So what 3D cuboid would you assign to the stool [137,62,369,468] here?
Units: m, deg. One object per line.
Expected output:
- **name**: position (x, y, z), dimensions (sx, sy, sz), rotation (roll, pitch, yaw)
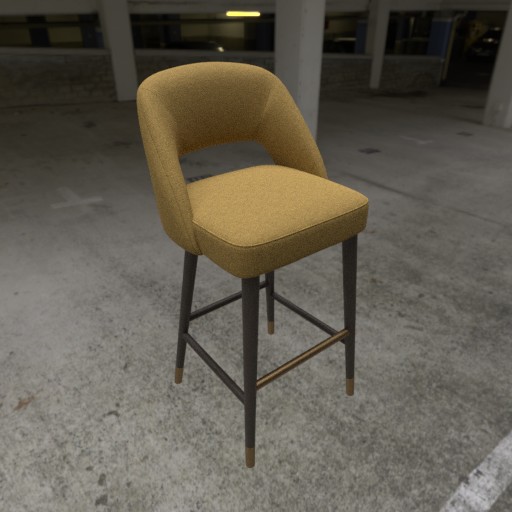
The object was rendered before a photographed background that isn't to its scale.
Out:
- **stool**: position (0.000, 0.000, 1.331), dimensions (0.536, 1.032, 0.522), rotation (-22, 36, -33)
